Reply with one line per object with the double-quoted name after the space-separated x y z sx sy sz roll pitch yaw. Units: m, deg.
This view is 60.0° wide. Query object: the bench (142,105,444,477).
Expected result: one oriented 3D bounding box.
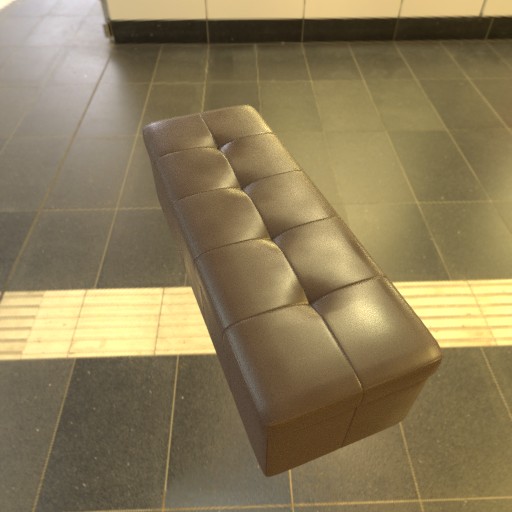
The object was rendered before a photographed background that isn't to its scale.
0.000 0.000 1.436 0.450 0.417 1.219 -16 49 -15 "bench"
